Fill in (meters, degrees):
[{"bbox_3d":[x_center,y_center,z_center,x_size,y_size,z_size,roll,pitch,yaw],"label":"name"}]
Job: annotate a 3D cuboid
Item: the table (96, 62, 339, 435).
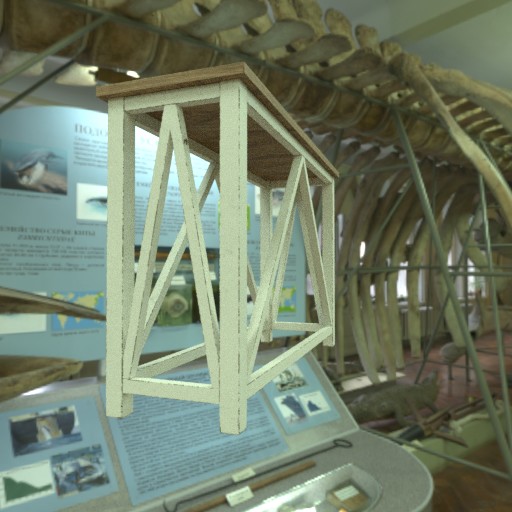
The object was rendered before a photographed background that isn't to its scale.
[{"bbox_3d":[0.000,0.000,1.820,0.450,0.930,1.400,0,-1,20],"label":"table"}]
